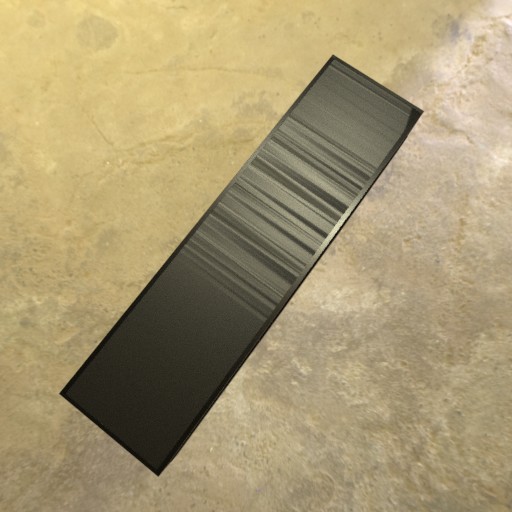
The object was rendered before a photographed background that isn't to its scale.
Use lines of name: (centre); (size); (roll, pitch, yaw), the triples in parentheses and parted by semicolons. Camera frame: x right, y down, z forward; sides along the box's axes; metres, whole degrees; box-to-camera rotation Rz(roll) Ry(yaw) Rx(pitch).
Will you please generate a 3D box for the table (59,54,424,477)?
table: (0.000, 0.000, 1.656); (0.399, 0.395, 1.486); (36, 79, 8)
